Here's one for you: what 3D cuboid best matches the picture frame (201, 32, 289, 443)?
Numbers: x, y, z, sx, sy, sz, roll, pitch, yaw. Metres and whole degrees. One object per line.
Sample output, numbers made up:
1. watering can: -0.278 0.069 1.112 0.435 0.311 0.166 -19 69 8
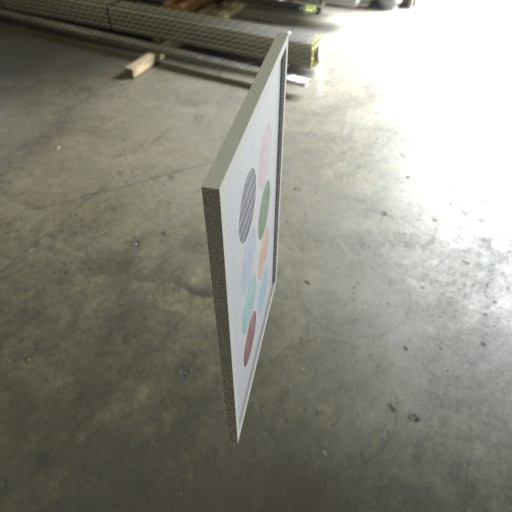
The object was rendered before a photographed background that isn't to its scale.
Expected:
1. picture frame: 0.000 0.000 0.564 0.013 0.434 0.305 9 46 8
